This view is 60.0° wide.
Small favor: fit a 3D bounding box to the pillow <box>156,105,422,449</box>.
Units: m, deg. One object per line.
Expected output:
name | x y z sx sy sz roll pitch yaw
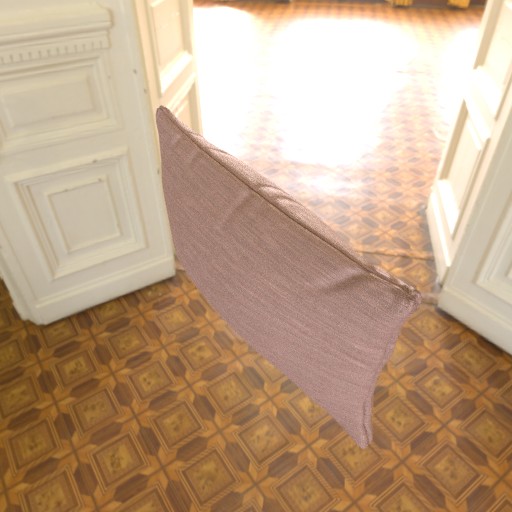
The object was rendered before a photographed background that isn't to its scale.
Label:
pillow | 0.000 0.000 0.781 0.210 0.338 0.633 -25 47 -26
